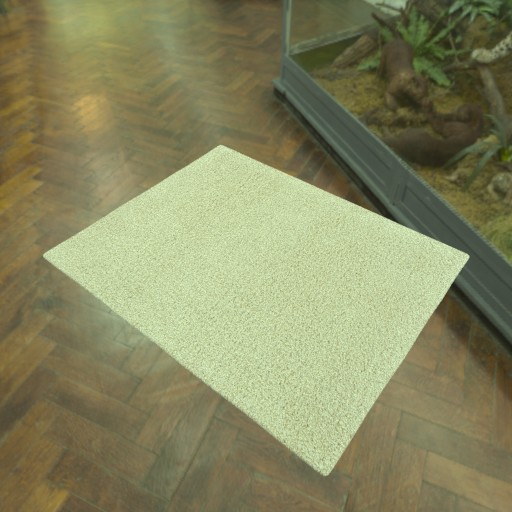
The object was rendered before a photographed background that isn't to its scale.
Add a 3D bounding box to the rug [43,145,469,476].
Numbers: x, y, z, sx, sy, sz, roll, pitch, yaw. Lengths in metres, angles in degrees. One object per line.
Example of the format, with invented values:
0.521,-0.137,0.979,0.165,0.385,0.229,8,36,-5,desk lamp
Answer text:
0.000,0.000,4.031,3.047,0.029,2.438,30,52,26,rug
